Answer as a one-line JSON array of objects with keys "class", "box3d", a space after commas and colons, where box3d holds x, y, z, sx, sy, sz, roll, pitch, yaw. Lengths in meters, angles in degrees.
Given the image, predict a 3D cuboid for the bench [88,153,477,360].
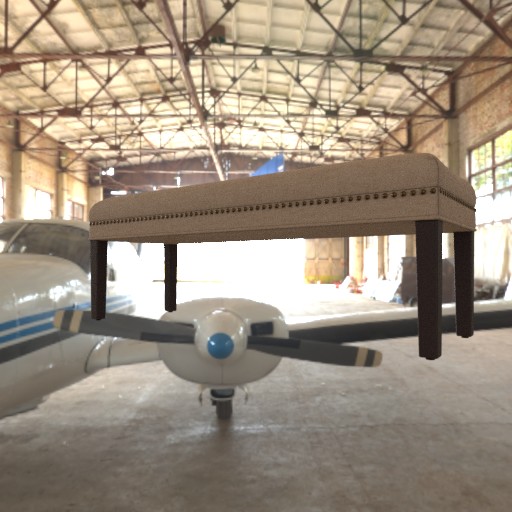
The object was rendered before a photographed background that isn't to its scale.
[{"class": "bench", "box3d": [0.000, 0.000, 1.417, 1.219, 0.457, 0.410, -1, -2, 36]}]
